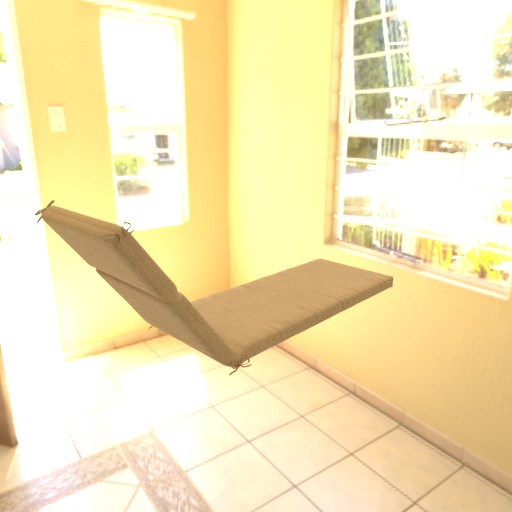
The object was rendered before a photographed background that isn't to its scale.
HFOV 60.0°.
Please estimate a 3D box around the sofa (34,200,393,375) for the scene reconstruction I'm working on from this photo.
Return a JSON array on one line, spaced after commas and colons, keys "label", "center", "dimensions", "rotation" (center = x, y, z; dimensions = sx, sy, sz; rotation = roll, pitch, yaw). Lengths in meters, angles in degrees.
[{"label": "sofa", "center": [0.000, 0.000, 1.988], "dimensions": [0.582, 0.622, 1.663], "rotation": [16, 23, 42]}]
